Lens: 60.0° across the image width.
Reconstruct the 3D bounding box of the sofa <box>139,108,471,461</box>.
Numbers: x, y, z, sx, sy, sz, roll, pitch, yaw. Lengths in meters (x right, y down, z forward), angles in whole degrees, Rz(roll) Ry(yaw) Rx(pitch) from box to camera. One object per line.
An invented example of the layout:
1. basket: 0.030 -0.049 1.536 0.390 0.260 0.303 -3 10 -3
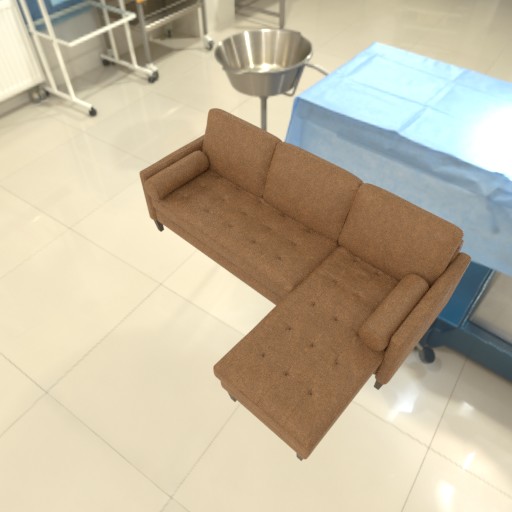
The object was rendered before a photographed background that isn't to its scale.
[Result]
1. sofa: 0.000 0.000 2.907 2.178 0.876 1.506 34 57 26
